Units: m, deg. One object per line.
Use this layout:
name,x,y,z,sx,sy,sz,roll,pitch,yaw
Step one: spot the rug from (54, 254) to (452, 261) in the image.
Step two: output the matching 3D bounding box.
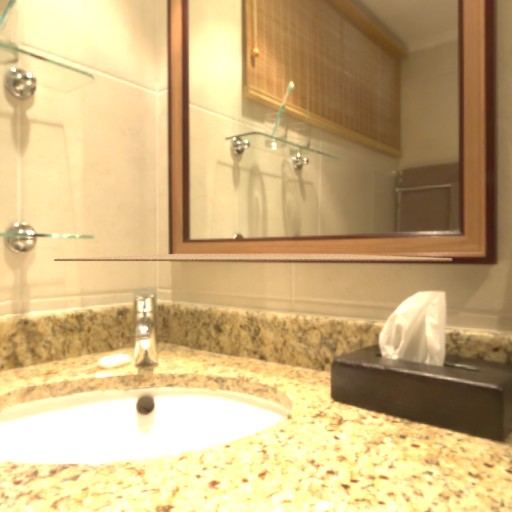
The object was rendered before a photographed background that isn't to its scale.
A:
rug,0.000,0.000,2.278,1.236,0.009,1.839,0,1,1
